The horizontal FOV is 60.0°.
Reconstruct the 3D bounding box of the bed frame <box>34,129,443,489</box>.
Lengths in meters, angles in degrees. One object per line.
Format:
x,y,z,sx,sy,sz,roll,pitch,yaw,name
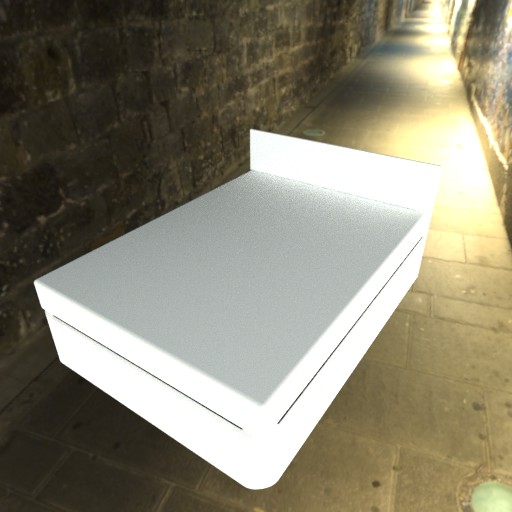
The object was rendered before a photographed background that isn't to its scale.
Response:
0.000,0.000,2.532,1.400,0.800,1.900,20,37,29,bed frame
